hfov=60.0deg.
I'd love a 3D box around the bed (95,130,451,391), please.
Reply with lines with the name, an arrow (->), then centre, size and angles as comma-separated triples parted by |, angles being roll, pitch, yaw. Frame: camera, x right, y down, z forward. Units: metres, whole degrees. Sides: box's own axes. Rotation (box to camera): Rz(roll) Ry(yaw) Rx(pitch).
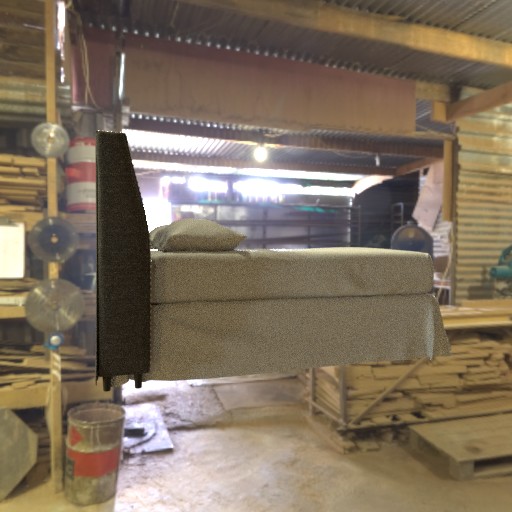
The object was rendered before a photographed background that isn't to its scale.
bed -> 0.000, 0.000, 3.427 | 2.276, 1.332, 1.925 | 0, 1, -17
